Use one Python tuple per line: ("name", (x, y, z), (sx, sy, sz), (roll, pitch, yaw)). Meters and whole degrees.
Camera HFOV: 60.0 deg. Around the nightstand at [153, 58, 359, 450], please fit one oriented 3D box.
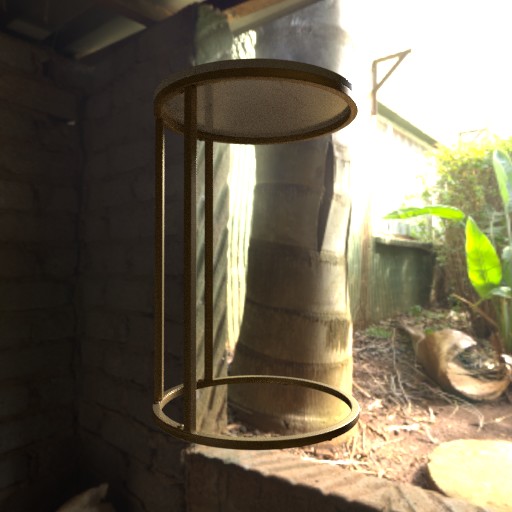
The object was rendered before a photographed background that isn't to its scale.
("nightstand", (0.000, 0.000, 0.885), (0.400, 0.610, 0.400), (0, -1, -1))
